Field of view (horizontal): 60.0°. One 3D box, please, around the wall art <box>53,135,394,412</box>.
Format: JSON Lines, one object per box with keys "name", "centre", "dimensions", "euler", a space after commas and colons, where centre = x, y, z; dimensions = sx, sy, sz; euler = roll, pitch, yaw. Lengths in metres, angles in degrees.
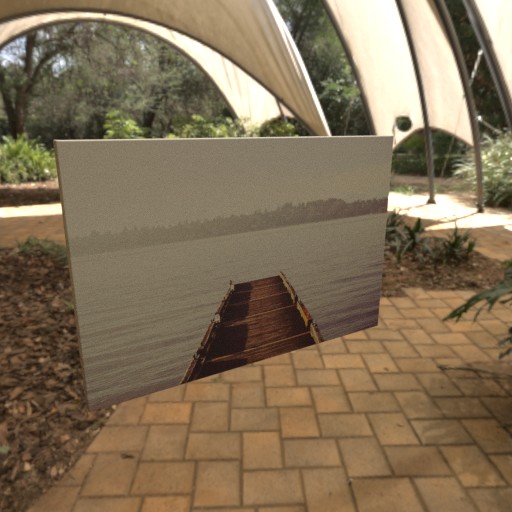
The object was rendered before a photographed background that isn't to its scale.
{"name": "wall art", "centre": [0.000, 0.000, 1.175], "dimensions": [0.916, 0.609, 0.037], "euler": [-9, 19, -29]}
